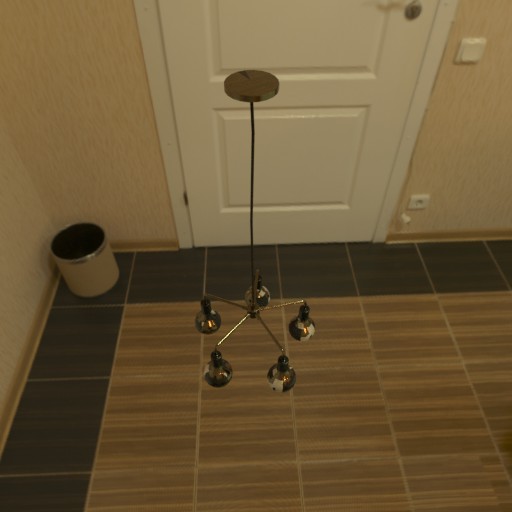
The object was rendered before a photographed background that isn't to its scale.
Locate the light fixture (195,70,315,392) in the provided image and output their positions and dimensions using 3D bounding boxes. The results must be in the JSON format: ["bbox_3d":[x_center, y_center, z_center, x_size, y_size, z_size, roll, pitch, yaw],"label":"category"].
[{"bbox_3d":[0.000,0.000,1.234,0.438,0.988,0.421,-24,52,-21],"label":"light fixture"}]
